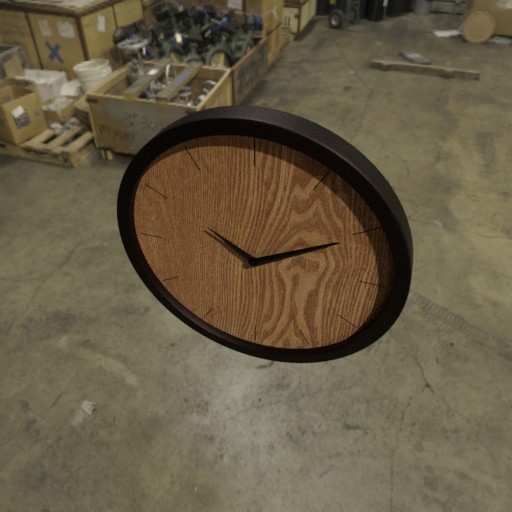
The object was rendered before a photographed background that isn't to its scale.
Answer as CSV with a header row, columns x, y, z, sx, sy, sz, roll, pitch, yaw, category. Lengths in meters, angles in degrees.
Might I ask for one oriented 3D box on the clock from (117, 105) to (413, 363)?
x,y,z,sx,sy,sz,roll,pitch,yaw,category
0.000,0.000,0.470,0.314,0.314,0.029,12,42,14,clock
